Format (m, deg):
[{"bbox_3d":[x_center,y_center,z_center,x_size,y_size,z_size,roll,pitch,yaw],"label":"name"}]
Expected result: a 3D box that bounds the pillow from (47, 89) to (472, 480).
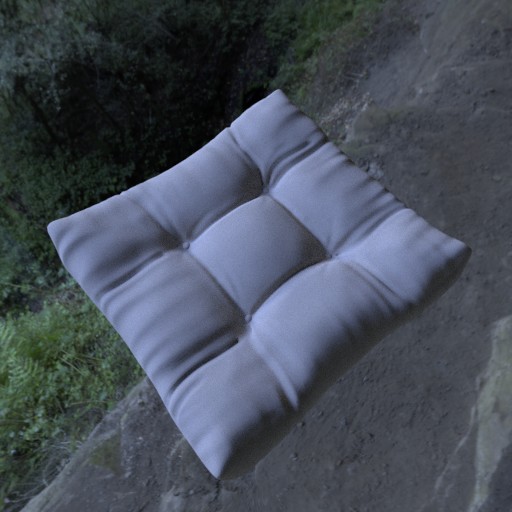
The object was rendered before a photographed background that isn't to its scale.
[{"bbox_3d":[0.000,0.000,0.710,0.490,0.128,0.468,-36,69,-16],"label":"pillow"}]
